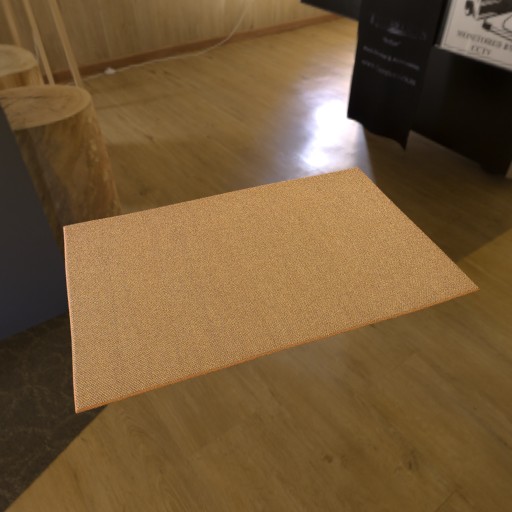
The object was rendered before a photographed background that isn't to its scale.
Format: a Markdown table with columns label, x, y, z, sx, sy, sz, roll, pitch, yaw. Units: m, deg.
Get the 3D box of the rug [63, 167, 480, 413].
| label | x | y | z | sx | sy | sz | roll | pitch | yaw |
| --- | --- | --- | --- | --- | --- | --- | --- | --- | --- |
| rug | 0.000 | 0.000 | 2.069 | 1.678 | 0.013 | 1.078 | -14 | 44 | -15 |
